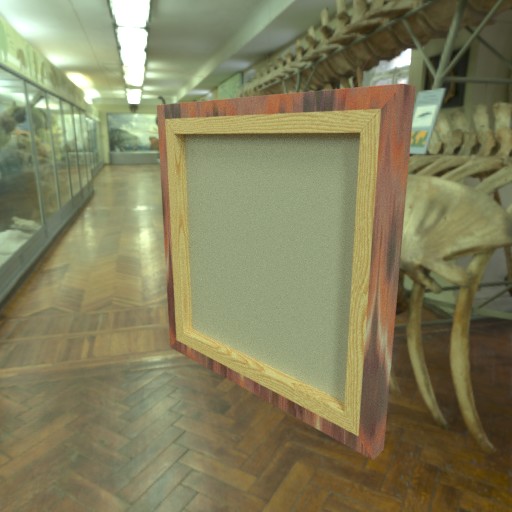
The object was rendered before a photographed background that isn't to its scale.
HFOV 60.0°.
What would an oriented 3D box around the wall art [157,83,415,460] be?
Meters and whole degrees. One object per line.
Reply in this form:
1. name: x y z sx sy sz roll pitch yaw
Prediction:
1. wall art: 0.000 0.000 0.901 0.603 0.609 0.037 14 21 43
